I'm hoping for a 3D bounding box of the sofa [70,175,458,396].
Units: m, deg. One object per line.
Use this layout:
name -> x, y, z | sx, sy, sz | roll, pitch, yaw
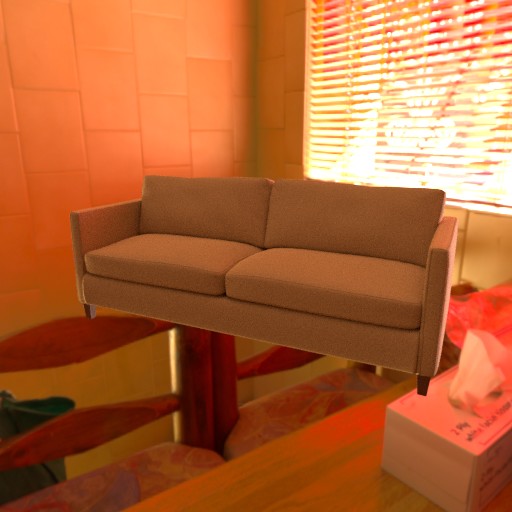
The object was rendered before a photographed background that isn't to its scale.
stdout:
sofa -> 0.000, 0.000, 2.912 | 2.361, 0.968, 0.951 | 7, 17, 25
